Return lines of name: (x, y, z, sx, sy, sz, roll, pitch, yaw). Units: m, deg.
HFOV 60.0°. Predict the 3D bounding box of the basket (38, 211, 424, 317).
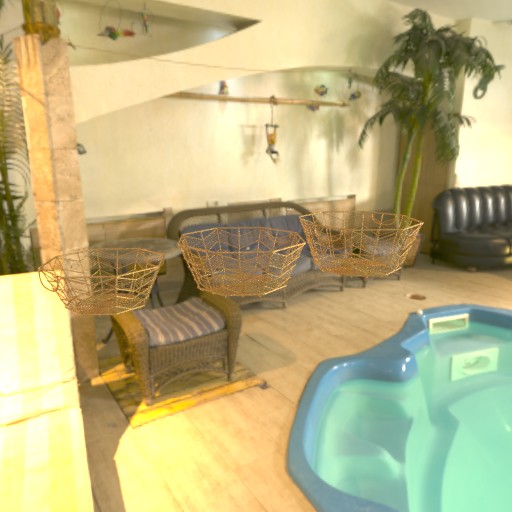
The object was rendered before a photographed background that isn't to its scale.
basket: (0.000, 0.000, 1.409, 1.245, 0.178, 0.432, -7, 15, -26)
